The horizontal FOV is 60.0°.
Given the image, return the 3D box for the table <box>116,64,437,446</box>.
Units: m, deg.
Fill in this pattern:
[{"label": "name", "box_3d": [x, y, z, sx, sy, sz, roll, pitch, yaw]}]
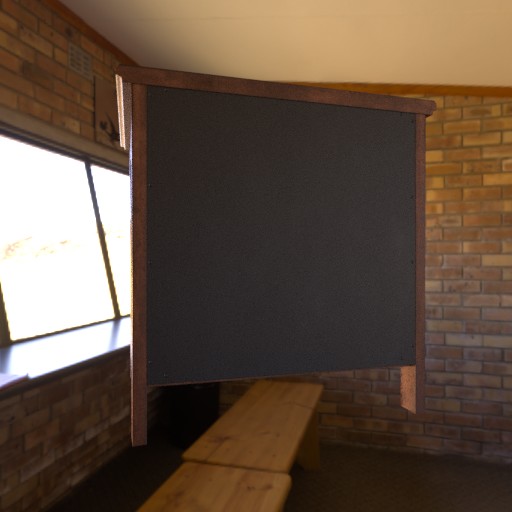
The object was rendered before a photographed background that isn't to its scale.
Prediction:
[{"label": "table", "box_3d": [0.000, 0.000, 0.987, 0.586, 0.597, 0.461, 0, 0, -16]}]
